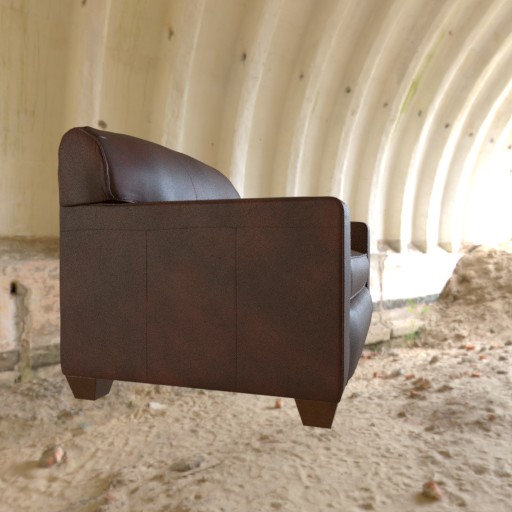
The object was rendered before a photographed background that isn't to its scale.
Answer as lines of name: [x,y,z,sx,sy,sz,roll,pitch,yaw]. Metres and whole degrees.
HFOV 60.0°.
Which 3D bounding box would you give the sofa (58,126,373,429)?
sofa: [0.000,0.000,1.998,1.000,0.956,1.413,0,1,17]
